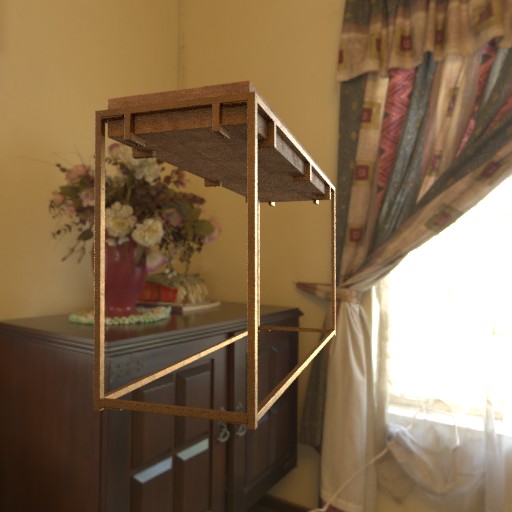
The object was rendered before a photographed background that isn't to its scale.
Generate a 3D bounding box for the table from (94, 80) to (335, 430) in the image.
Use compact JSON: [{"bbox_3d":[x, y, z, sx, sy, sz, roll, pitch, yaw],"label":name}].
[{"bbox_3d":[0.000,0.000,1.757,0.440,0.820,1.400,0,-1,18],"label":"table"}]
